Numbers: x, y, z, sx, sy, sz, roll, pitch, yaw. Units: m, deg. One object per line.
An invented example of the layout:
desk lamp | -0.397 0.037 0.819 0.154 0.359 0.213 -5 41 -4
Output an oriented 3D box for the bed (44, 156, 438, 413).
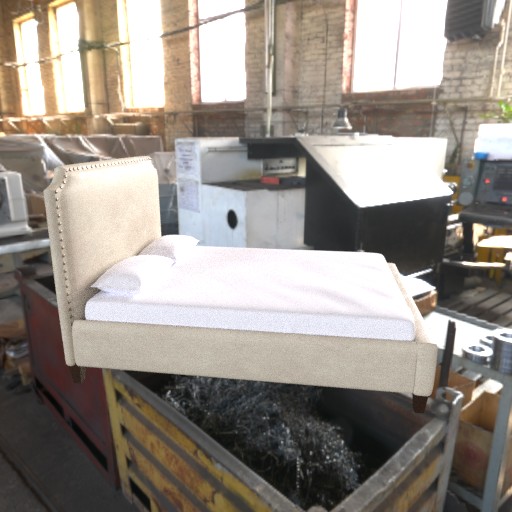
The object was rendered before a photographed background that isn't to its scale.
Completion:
bed | 0.000 0.000 3.432 2.372 1.443 1.712 2 16 8
